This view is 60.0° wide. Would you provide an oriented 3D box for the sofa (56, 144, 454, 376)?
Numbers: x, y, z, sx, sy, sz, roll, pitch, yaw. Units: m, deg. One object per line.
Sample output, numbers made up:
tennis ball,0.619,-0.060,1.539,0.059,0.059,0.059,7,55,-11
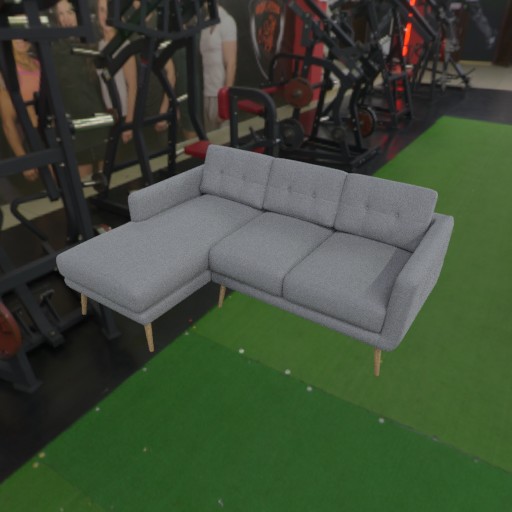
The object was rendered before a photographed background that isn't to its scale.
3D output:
sofa,0.000,0.000,2.816,2.040,0.860,1.530,19,35,30
